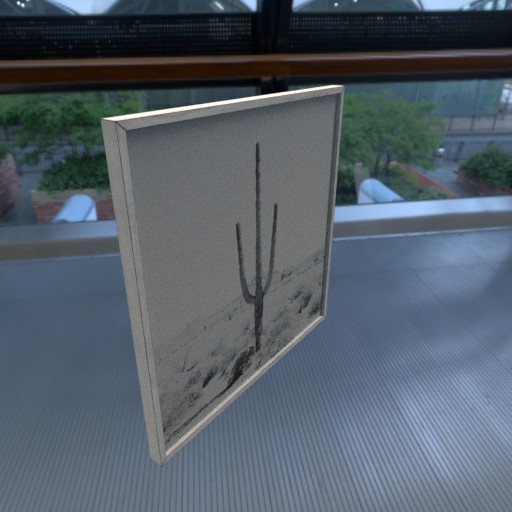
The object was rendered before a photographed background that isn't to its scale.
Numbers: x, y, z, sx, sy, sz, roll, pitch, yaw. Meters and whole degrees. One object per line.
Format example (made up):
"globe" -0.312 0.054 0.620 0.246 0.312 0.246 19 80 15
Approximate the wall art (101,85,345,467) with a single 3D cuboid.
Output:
"wall art" 0.000 0.000 1.127 0.038 0.762 0.762 18 31 33
